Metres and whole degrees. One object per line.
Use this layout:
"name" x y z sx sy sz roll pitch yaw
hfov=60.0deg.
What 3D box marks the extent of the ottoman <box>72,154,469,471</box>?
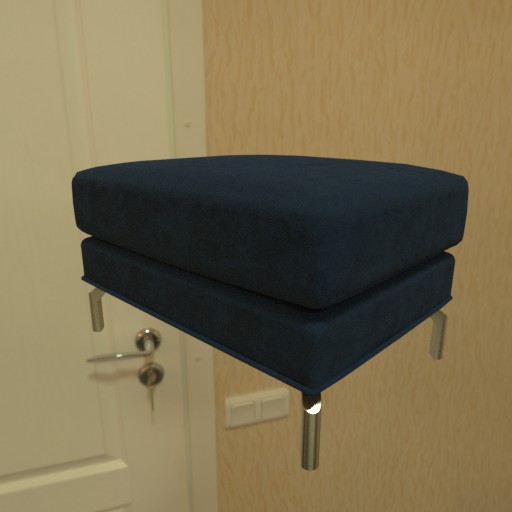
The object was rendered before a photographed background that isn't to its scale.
"ottoman" 0.000 0.000 1.151 0.835 0.498 0.587 15 22 42
